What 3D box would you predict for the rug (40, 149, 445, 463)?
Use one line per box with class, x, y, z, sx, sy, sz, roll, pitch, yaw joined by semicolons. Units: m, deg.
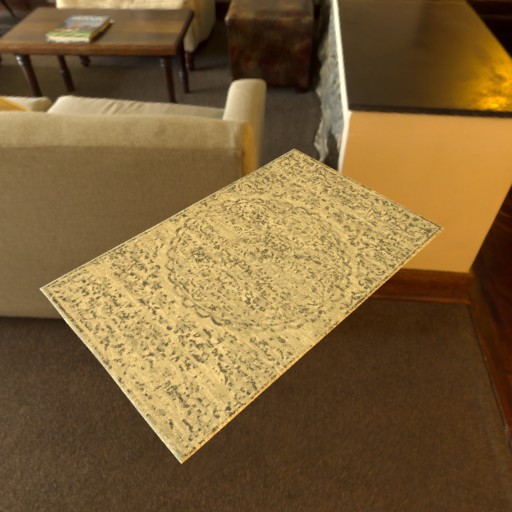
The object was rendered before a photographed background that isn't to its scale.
rug;0.000;0.000;3.097;2.447;0.021;1.527;-34;54;-29
